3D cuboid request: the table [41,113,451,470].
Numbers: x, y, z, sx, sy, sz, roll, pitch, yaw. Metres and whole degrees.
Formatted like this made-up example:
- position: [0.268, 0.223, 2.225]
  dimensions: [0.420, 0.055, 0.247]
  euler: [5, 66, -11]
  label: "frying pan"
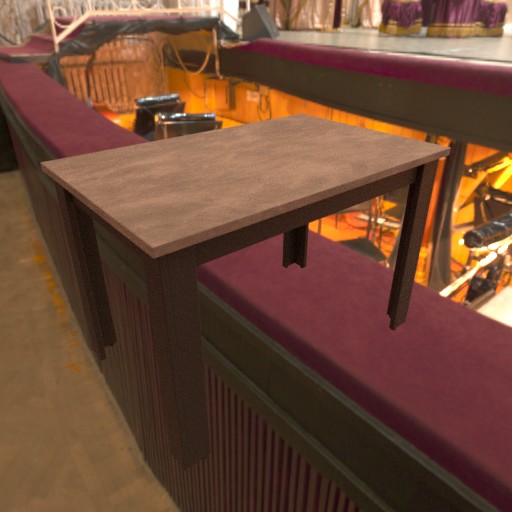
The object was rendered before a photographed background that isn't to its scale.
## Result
- position: [0.000, 0.000, 1.579]
  dimensions: [1.100, 0.734, 0.700]
  euler: [-22, 36, -34]
  label: "table"
